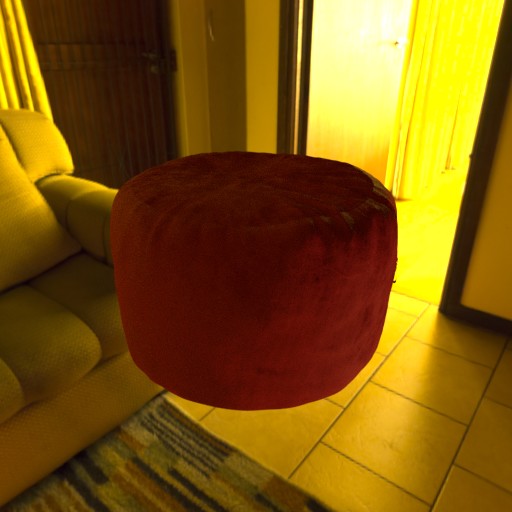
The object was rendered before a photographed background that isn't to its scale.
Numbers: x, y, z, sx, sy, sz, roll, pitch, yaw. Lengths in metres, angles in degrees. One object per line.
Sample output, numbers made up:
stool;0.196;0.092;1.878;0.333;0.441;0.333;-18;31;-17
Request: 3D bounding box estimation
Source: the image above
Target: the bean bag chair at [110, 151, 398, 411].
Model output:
bean bag chair;0.000;0.000;1.980;1.219;0.762;1.219;0;26;0
